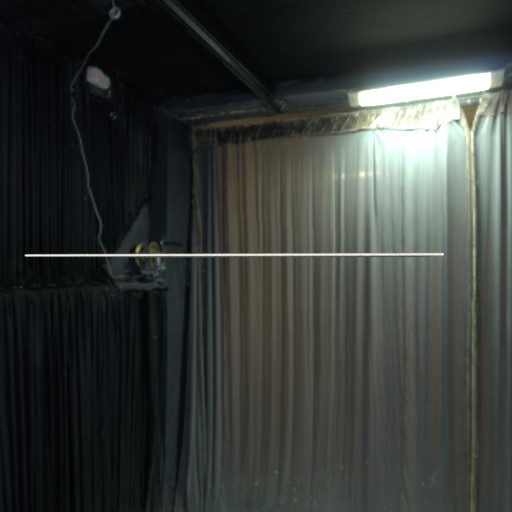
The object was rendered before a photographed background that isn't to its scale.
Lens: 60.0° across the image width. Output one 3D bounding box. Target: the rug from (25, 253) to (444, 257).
[{"bbox_3d":[0.000,0.000,4.176,3.046,0.015,2.446,0,0,18],"label":"rug"}]
